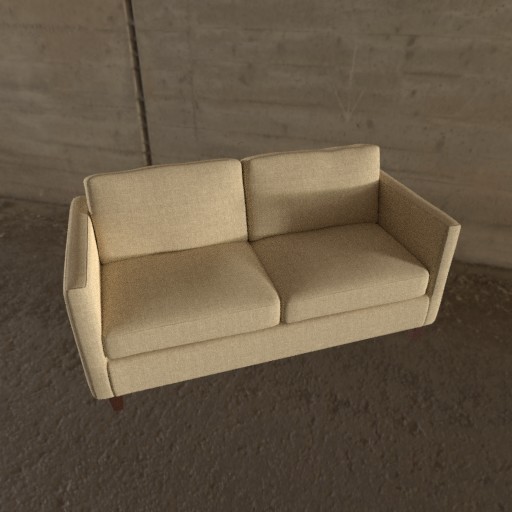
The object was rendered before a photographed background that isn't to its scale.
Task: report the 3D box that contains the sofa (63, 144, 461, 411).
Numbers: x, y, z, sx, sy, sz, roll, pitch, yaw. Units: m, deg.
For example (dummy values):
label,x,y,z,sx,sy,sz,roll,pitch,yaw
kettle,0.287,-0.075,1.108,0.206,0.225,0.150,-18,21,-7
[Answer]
label,x,y,z,sx,sy,sz,roll,pitch,yaw
sofa,0.000,0.000,2.461,1.884,0.963,0.950,-9,33,-14
